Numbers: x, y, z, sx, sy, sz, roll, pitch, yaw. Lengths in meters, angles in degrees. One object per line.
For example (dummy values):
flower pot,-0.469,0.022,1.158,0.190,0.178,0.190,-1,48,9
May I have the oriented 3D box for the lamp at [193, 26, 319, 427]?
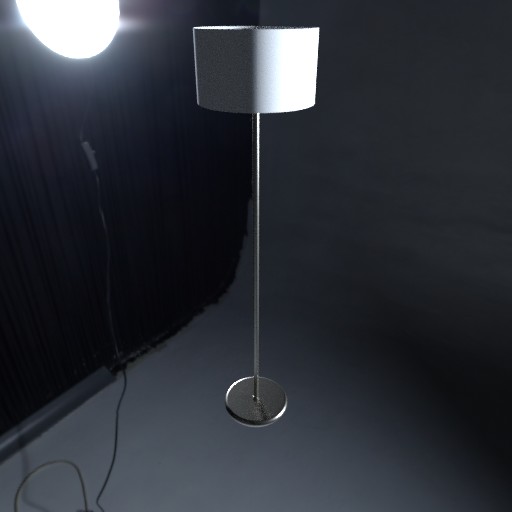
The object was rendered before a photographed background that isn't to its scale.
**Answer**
lamp,0.000,0.000,1.574,0.347,1.443,0.347,19,34,31
